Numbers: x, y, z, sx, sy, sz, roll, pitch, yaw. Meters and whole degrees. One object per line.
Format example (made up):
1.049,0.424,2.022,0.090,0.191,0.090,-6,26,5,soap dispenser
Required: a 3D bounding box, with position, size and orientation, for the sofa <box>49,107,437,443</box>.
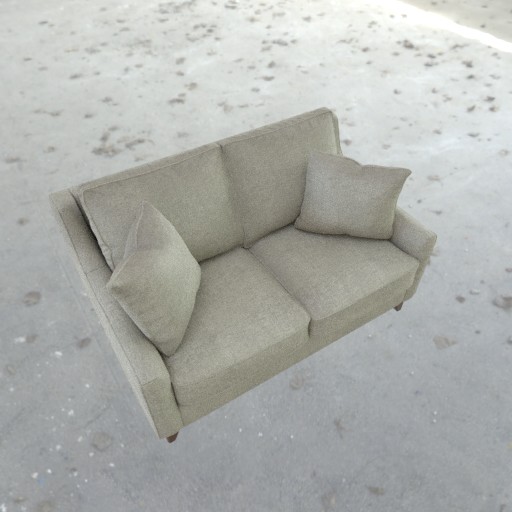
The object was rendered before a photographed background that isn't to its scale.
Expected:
0.000,0.000,2.005,1.422,0.863,0.915,-24,50,-22,sofa
